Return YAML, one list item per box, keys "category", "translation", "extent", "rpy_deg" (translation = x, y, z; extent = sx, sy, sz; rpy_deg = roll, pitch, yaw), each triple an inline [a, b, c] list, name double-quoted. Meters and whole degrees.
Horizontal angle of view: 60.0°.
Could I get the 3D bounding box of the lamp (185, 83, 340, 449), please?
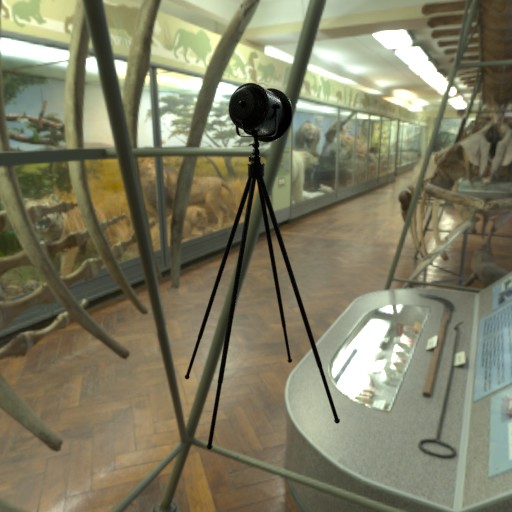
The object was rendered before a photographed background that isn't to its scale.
- category: "lamp"
  translation: [0.000, 0.000, 2.070]
  extent: [0.879, 1.504, 0.884]
  rpy_deg: [7, 16, 27]
